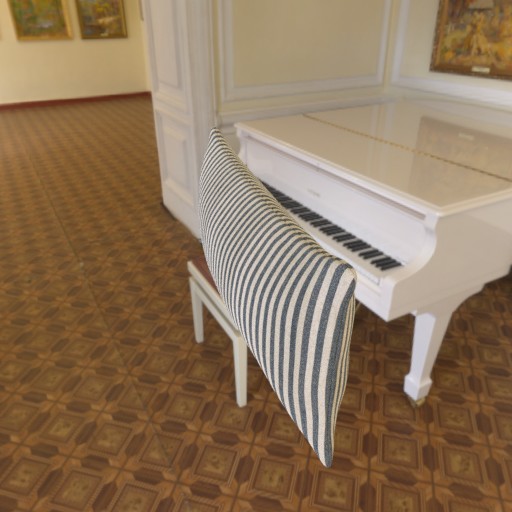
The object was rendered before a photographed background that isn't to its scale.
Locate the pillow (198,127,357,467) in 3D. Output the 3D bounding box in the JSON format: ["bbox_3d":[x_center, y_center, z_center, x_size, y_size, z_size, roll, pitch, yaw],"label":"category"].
[{"bbox_3d":[0.000,0.000,0.741,0.151,0.295,0.617,-9,31,-15],"label":"pillow"}]
